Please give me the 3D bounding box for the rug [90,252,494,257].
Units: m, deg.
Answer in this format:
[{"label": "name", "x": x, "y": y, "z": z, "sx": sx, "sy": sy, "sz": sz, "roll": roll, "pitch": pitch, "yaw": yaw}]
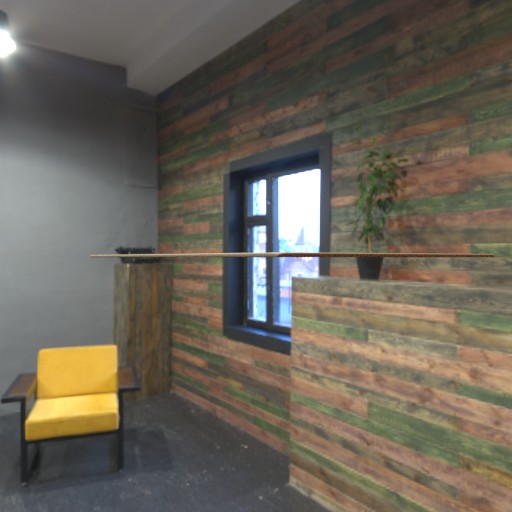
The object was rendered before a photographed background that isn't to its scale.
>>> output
[{"label": "rug", "x": 0.000, "y": 0.000, "z": 2.065, "sx": 1.062, "sy": 0.013, "sz": 1.667, "roll": 0, "pitch": 0, "yaw": -36}]
